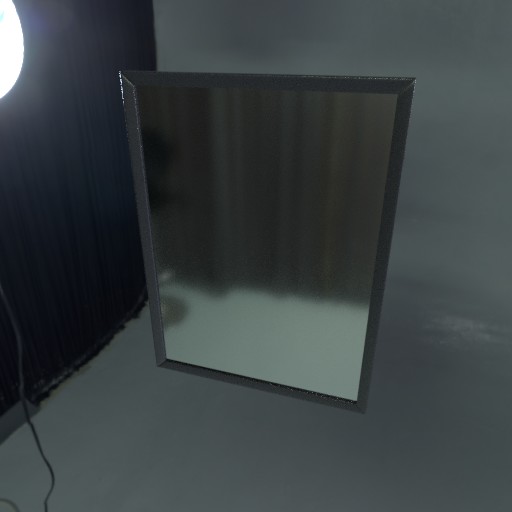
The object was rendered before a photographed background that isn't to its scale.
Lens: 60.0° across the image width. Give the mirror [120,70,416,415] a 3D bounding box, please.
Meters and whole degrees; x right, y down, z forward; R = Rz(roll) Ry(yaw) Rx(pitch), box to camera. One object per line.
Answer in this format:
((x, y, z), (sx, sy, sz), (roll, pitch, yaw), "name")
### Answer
((0.000, 0.000, 1.334), (0.762, 1.016, 0.040), (8, 27, 16), "mirror")
